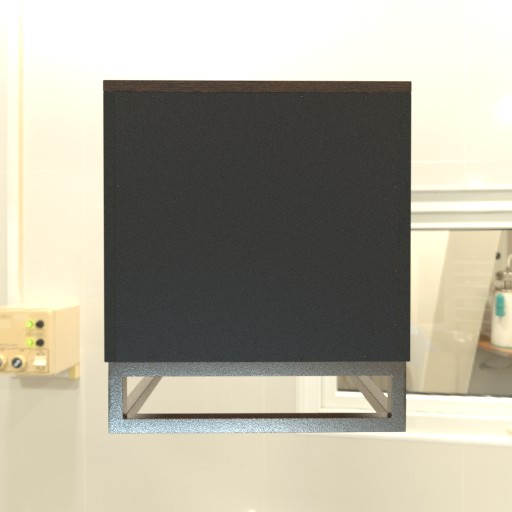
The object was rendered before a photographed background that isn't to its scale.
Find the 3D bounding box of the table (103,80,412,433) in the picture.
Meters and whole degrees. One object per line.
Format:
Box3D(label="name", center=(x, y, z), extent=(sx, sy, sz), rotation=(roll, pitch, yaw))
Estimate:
Box3D(label="table", center=(0.000, 0.000, 1.010), extent=(0.506, 0.582, 0.566), rotation=(0, 1, -1))
